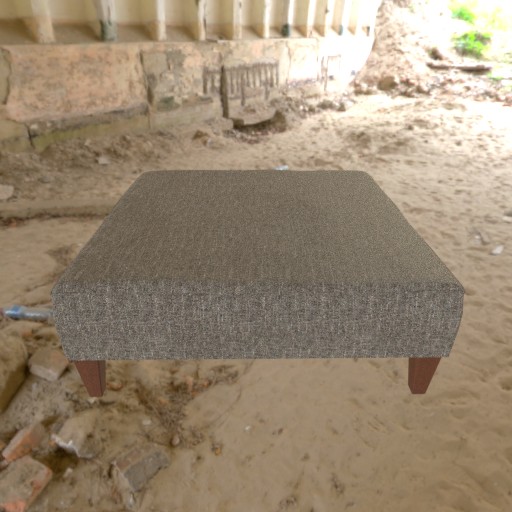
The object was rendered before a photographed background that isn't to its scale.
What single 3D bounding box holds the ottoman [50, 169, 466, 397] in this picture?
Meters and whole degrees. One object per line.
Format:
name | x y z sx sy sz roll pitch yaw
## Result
ottoman | 0.000 0.000 1.526 0.981 0.379 1.016 0 27 -1
